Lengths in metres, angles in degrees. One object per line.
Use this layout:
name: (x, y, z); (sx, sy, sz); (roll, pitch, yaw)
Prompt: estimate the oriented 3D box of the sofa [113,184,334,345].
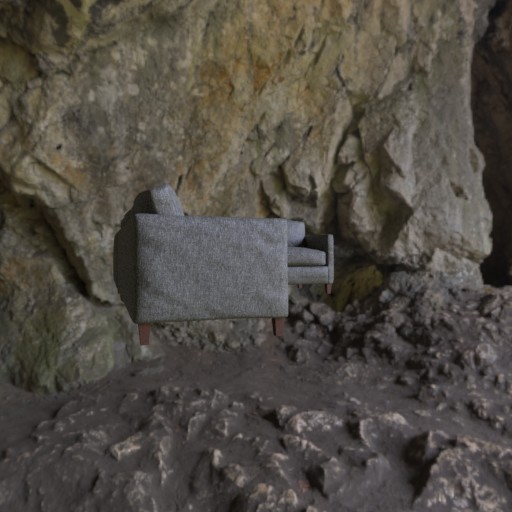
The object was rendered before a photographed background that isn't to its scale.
sofa: (0.000, 0.000, 4.341); (2.593, 0.947, 3.302); (0, 1, -19)
